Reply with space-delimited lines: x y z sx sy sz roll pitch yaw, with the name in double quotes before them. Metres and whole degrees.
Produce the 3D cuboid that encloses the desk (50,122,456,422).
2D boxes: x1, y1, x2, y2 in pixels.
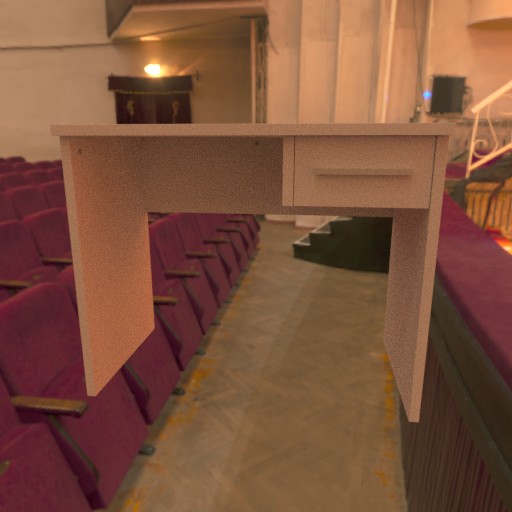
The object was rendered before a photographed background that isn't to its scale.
"desk" 0.000 0.000 1.304 0.900 0.729 0.498 2 15 8
